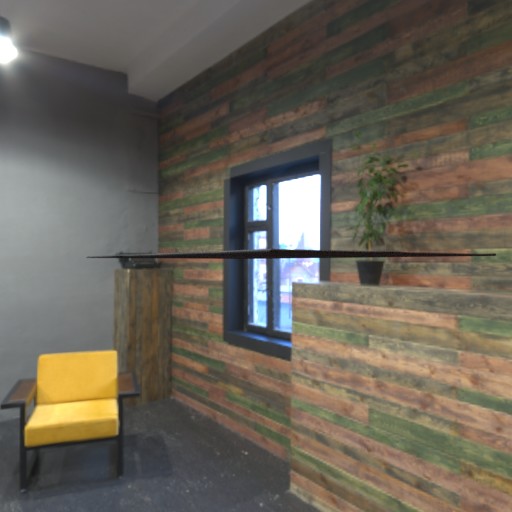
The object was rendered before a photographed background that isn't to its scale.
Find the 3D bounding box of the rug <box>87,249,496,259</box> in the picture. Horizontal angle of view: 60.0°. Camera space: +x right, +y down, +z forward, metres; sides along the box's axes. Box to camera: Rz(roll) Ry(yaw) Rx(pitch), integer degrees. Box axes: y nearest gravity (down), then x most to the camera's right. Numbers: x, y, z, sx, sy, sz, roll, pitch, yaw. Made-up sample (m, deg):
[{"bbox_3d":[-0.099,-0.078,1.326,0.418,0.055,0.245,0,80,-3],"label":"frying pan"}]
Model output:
[{"bbox_3d":[0.000,0.000,2.262,1.207,0.012,1.820,1,-1,-35],"label":"rug"}]
